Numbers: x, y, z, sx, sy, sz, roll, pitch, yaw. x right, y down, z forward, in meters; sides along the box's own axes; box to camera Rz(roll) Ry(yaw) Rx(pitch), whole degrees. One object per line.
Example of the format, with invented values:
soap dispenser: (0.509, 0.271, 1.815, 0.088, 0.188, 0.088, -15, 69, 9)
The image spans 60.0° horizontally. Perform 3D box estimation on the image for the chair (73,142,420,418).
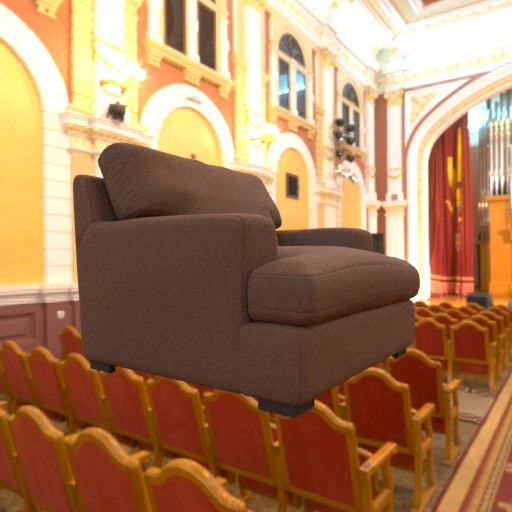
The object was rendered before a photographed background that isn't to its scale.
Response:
chair: (0.000, 0.000, 1.977, 1.143, 0.940, 1.168, 0, 0, 35)
